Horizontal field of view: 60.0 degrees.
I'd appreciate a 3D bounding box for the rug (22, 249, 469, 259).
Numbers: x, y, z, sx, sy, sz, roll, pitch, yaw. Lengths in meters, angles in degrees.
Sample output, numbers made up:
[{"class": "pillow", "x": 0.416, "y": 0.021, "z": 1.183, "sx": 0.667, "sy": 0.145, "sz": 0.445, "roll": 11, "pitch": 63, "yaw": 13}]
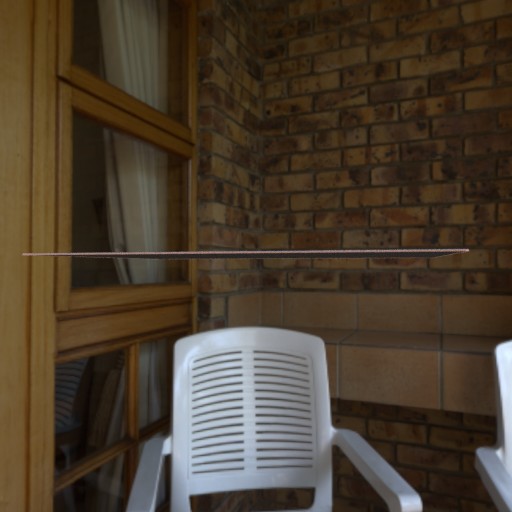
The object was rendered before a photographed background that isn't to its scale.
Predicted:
[{"class": "rug", "x": 0.000, "y": 0.000, "z": 2.298, "sx": 1.829, "sy": 0.009, "sz": 1.219, "roll": 0, "pitch": -1, "yaw": 17}]
